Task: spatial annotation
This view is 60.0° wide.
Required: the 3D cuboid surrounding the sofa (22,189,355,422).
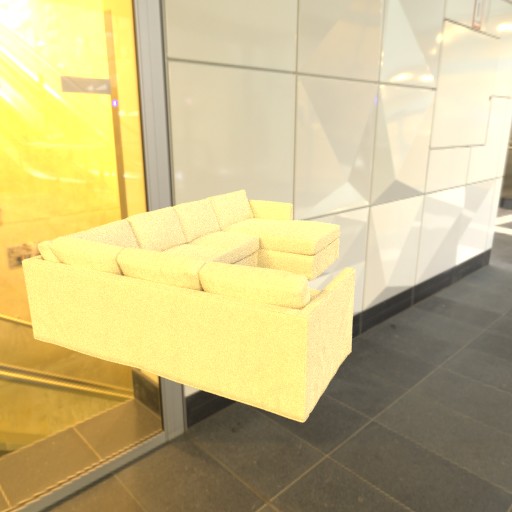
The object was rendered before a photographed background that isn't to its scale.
[{"bbox_3d":[0.000,0.000,4.519,2.427,0.882,3.460,8,18,26],"label":"sofa"}]
